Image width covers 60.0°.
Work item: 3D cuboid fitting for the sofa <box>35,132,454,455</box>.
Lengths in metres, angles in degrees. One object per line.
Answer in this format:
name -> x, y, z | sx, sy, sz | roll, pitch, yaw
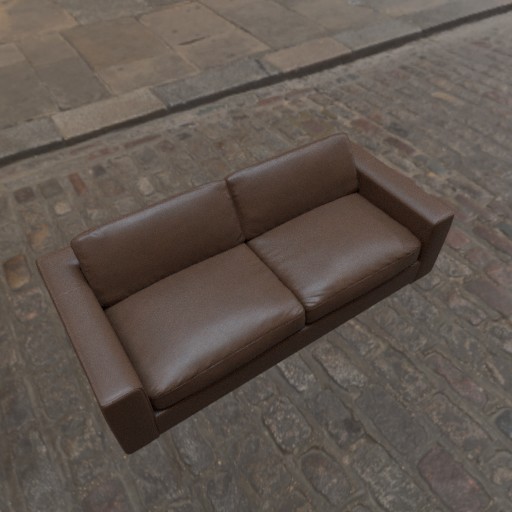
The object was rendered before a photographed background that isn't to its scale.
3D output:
sofa -> 0.000, 0.000, 2.690 | 2.262, 0.801, 1.070 | -26, 52, -22
